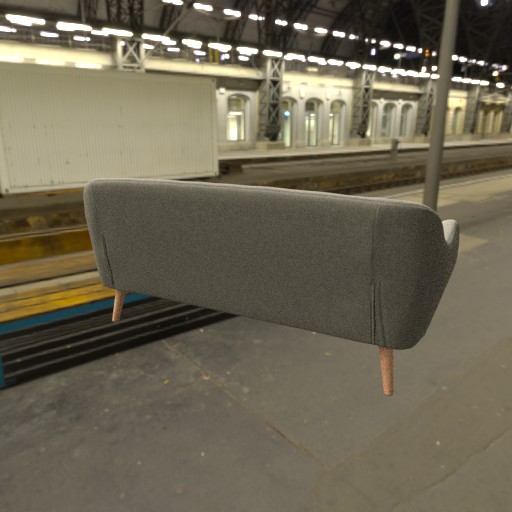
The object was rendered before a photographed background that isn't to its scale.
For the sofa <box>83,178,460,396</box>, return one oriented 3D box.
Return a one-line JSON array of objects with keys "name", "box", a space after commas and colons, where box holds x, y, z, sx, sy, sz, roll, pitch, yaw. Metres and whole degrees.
[{"name": "sofa", "box": [0.000, 0.000, 2.252, 1.840, 0.820, 0.820, 9, 19, 27]}]
